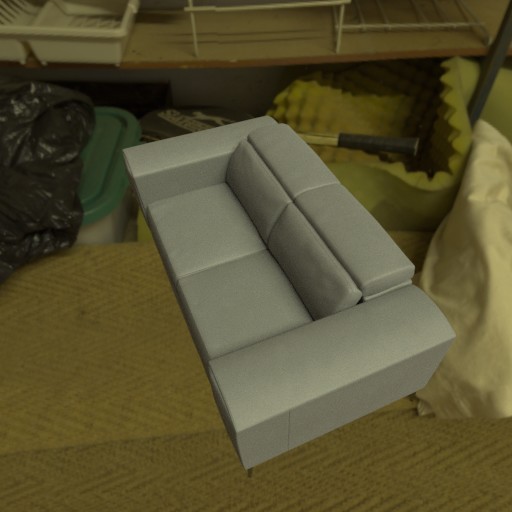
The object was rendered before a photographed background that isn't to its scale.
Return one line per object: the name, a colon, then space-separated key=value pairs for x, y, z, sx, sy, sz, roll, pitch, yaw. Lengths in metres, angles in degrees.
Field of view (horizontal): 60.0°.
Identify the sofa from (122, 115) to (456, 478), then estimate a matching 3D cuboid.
sofa: x=0.000 y=0.000 z=2.424 sx=1.003 sy=0.779 sz=1.895 roll=-18 pitch=50 yaw=-16
